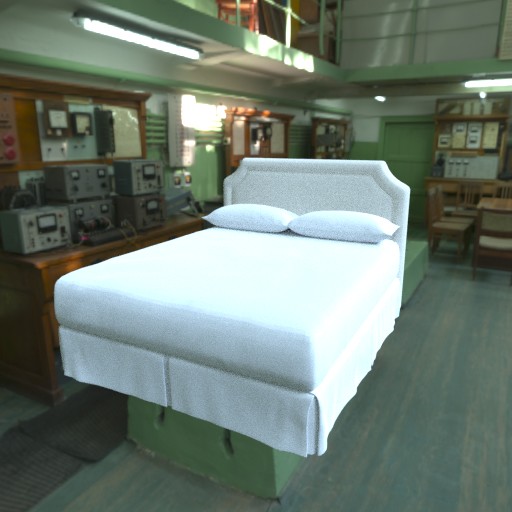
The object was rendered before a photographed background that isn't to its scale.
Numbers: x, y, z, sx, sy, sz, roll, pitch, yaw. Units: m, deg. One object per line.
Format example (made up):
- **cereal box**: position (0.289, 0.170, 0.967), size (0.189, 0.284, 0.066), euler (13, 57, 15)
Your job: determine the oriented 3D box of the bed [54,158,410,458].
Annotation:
- **bed**: position (0.000, 0.000, 3.787), size (2.134, 1.524, 2.548), euler (8, 17, 27)
